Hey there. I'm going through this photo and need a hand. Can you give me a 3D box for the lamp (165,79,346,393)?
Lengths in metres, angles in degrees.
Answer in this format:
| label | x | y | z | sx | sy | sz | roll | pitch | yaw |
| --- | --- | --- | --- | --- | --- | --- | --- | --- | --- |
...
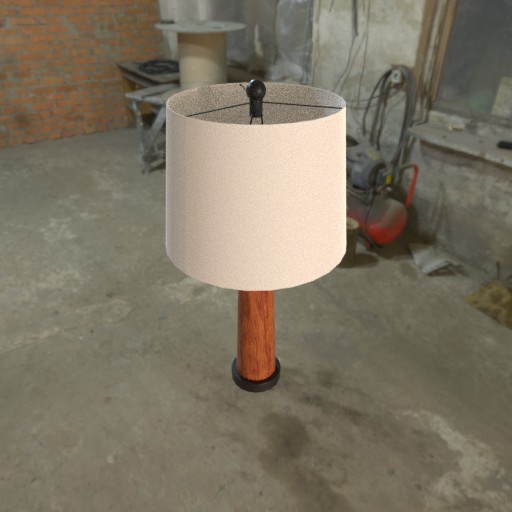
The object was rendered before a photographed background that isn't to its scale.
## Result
| label | x | y | z | sx | sy | sz | roll | pitch | yaw |
| --- | --- | --- | --- | --- | --- | --- | --- | --- | --- |
| lamp | 0.000 | 0.000 | 0.887 | 0.349 | 0.667 | 0.349 | 0 | 32 | 0 |
